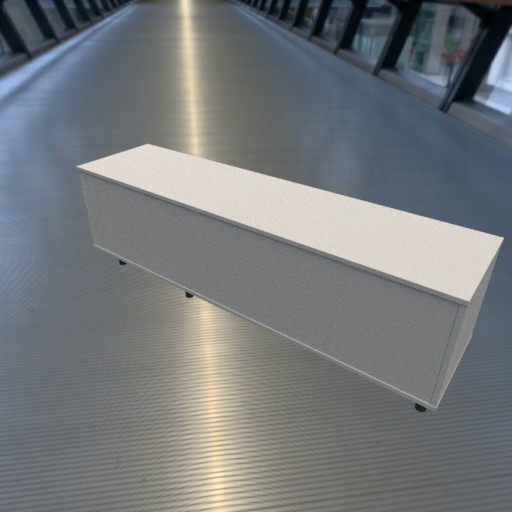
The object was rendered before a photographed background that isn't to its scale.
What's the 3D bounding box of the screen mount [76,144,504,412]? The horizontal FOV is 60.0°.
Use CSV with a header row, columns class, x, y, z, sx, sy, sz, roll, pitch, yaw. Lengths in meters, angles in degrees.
class,x,y,z,sx,sy,sz,roll,pitch,yaw
screen mount,0.000,0.000,1.762,1.600,0.520,0.418,21,37,31
